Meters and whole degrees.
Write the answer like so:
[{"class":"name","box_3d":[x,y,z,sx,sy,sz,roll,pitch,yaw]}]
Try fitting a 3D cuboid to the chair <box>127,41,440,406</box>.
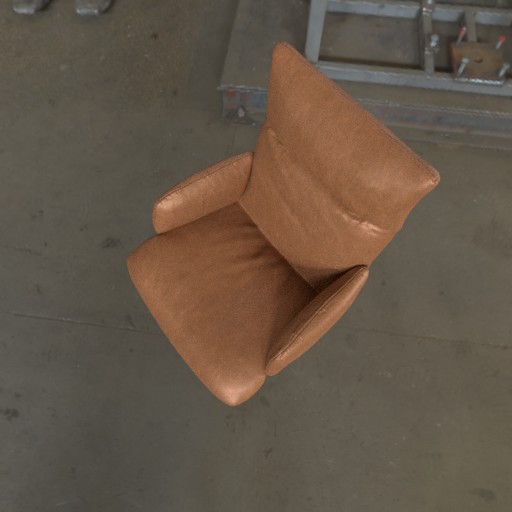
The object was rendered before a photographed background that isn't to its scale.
[{"class":"chair","box_3d":[0.000,0.000,1.532,0.794,1.027,0.711,-35,69,-15]}]
